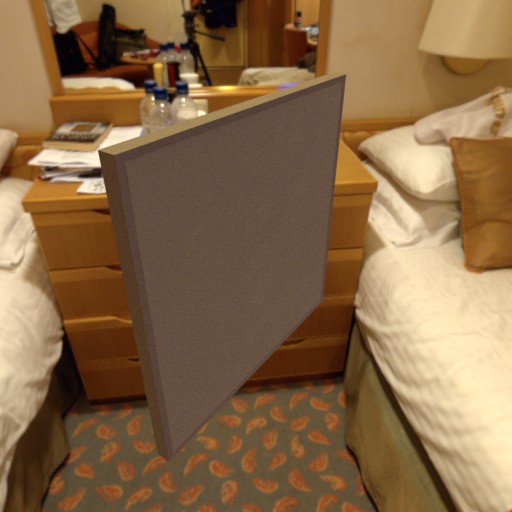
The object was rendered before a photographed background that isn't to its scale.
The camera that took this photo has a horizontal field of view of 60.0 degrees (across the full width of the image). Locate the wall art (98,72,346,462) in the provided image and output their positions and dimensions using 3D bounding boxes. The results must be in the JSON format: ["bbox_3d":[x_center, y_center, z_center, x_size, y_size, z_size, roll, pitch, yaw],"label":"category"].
[{"bbox_3d":[0.000,0.000,1.122,0.038,0.758,0.761,21,38,30],"label":"wall art"}]
